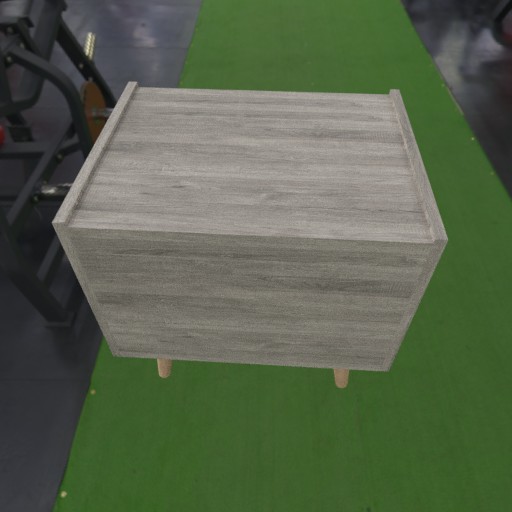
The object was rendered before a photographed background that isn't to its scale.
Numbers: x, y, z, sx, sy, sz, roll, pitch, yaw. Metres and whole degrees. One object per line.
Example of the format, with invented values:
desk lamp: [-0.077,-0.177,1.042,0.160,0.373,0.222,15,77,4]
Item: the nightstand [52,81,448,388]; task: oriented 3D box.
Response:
nightstand: [0.000,0.000,0.848,0.480,0.500,0.380,3,47,2]
